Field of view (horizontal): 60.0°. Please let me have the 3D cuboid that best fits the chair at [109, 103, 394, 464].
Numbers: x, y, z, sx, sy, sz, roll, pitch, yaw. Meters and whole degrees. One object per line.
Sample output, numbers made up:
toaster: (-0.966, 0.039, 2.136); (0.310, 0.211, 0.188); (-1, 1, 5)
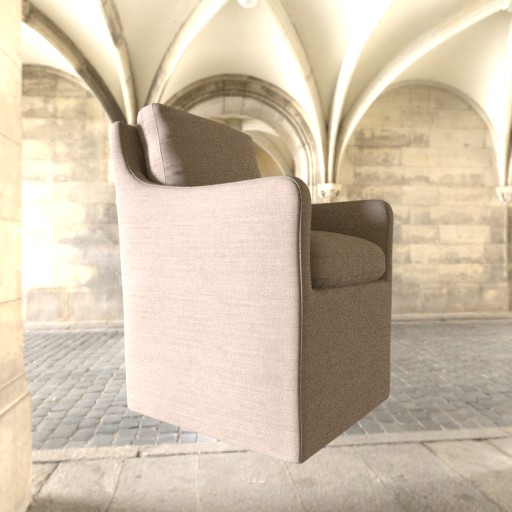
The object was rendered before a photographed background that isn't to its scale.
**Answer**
chair: (0.000, 0.000, 1.378); (0.694, 0.914, 0.626); (0, 0, 36)
